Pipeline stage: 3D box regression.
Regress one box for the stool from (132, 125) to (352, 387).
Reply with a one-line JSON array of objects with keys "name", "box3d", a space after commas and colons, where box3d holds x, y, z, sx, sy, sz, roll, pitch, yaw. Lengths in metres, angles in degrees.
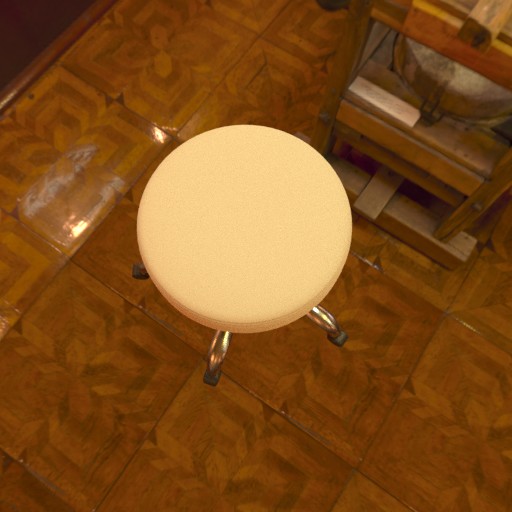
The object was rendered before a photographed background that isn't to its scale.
[{"name": "stool", "box3d": [0.000, 0.000, 1.066, 0.614, 0.482, 0.634, 36, 77, 10]}]
